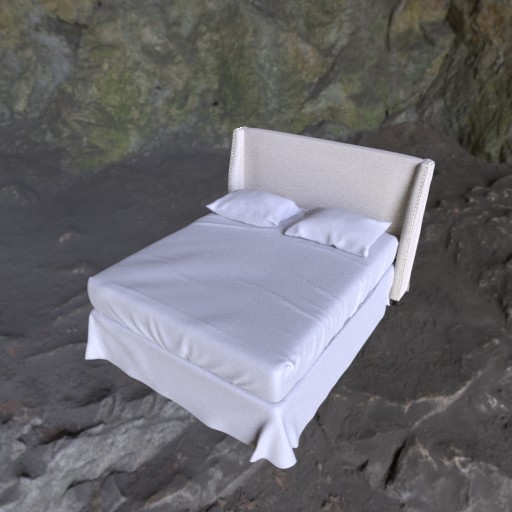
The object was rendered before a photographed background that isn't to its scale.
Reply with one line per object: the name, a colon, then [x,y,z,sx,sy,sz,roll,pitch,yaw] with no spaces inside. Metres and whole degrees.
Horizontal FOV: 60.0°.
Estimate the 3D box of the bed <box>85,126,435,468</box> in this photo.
bed: [0.000,0.000,3.494,1.925,1.332,2.276,19,35,29]
